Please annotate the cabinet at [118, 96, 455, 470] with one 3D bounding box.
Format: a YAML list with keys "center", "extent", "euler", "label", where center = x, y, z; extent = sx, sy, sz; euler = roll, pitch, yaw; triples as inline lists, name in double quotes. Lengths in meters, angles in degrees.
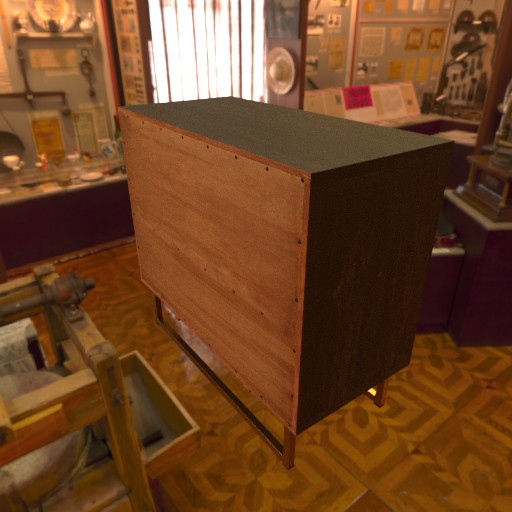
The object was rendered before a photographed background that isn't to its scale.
- center: [0.000, 0.000, 1.449]
  extent: [0.451, 0.860, 0.950]
  euler: [-18, 32, -32]
  label: "cabinet"
